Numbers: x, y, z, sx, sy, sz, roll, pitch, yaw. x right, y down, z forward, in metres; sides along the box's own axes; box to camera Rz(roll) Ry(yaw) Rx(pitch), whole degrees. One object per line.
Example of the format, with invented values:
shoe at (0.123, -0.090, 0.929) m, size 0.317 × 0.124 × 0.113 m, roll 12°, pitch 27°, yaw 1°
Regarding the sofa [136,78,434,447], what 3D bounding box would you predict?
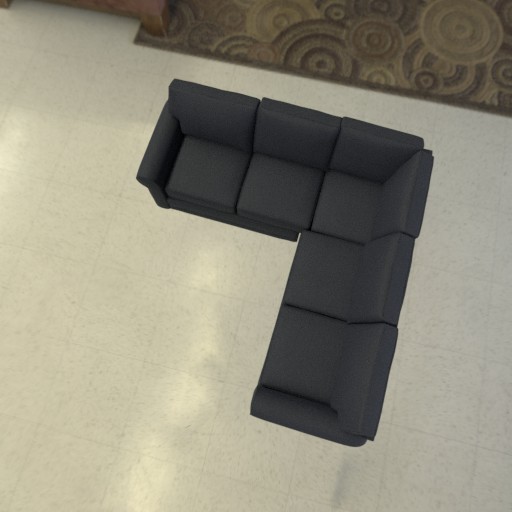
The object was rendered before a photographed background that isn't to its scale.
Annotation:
sofa at (0.000, 0.000, 3.897) m, size 2.487 × 1.042 × 2.562 m, roll 16°, pitch 75°, yaw 4°
